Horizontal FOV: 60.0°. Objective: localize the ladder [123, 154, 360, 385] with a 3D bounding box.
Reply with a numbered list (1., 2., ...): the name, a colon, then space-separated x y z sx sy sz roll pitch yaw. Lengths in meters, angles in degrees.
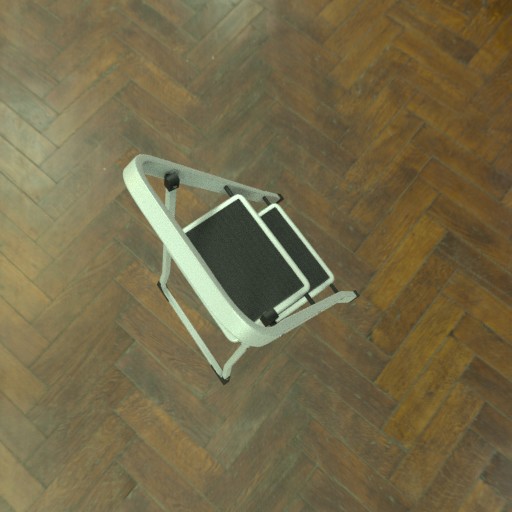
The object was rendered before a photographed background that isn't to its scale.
1. ladder: 0.000 0.000 1.128 0.544 0.810 0.460 -34 77 -9
